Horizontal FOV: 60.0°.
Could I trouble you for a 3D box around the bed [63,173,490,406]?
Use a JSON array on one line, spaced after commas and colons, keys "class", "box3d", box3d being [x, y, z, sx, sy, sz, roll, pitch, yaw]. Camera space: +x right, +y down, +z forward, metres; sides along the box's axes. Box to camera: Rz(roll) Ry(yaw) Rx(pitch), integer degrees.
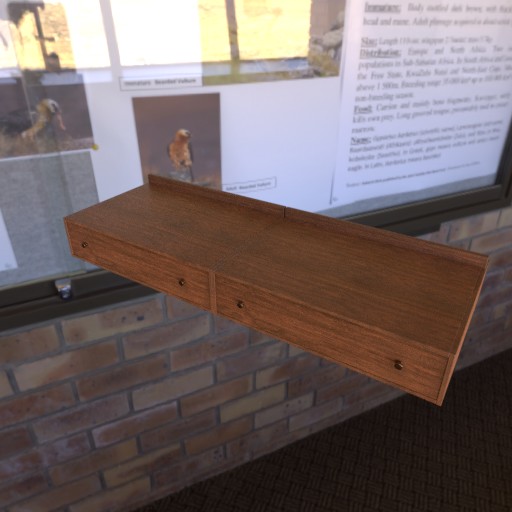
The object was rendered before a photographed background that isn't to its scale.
[{"class": "bed", "box3d": [0.000, 0.000, 2.291, 2.057, 0.326, 0.787, 17, 34, 28]}]
